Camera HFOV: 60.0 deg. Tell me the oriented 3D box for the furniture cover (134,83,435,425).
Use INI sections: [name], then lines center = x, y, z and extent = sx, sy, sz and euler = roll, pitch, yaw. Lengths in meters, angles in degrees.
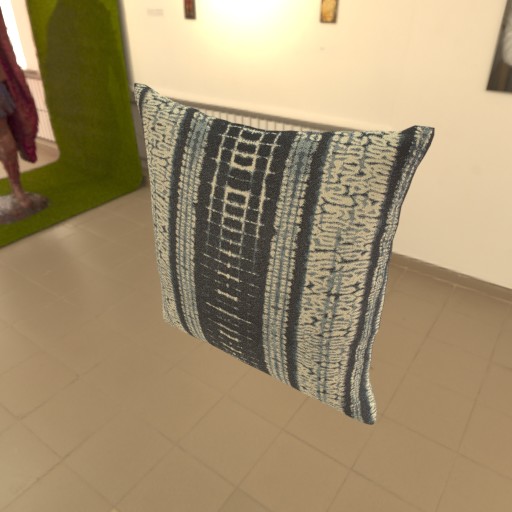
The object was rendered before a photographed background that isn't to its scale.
[furniture cover]
center = 0.000, 0.000, 0.642
extent = 0.425, 0.435, 0.133
euler = 20, 37, 29
